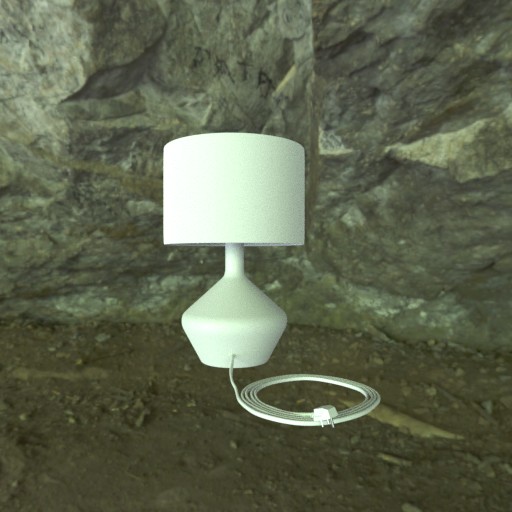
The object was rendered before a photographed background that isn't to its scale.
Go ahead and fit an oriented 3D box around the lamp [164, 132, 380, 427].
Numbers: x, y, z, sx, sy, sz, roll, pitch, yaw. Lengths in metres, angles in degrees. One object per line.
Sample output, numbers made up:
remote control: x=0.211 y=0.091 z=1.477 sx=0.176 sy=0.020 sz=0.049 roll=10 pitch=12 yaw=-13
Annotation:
lamp: x=0.000 y=0.000 z=0.851 sx=0.401 sy=0.457 sz=0.546 roll=0 pitch=0 yaw=1
